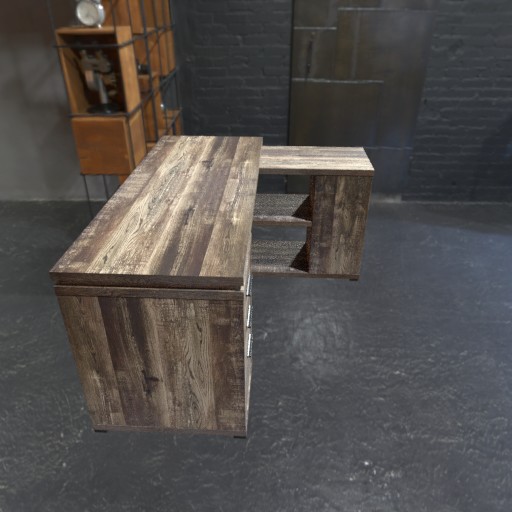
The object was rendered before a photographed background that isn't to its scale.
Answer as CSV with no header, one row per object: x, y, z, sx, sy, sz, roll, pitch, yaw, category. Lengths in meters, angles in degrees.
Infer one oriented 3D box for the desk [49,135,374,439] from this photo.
0.000,0.000,2.187,1.200,0.753,1.524,1,31,2,desk
